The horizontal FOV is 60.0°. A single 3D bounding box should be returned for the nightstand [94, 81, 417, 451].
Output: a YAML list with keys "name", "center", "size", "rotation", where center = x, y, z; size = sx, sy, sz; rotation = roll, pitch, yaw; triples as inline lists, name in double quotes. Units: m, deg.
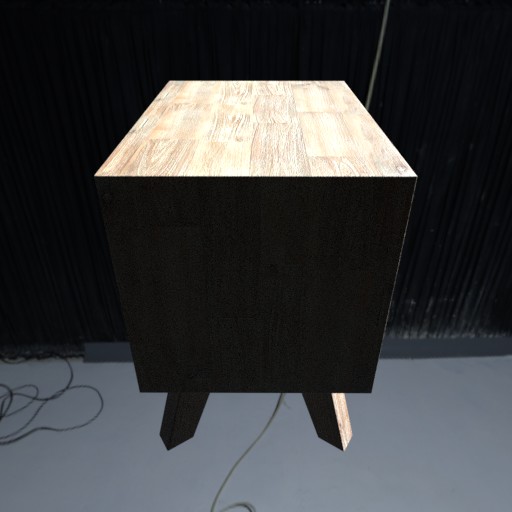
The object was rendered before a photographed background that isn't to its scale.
- name: "nightstand"
  center: [0.000, 0.000, 0.933]
  size: [0.396, 0.589, 0.552]
  rotation: [0, 33, 0]
